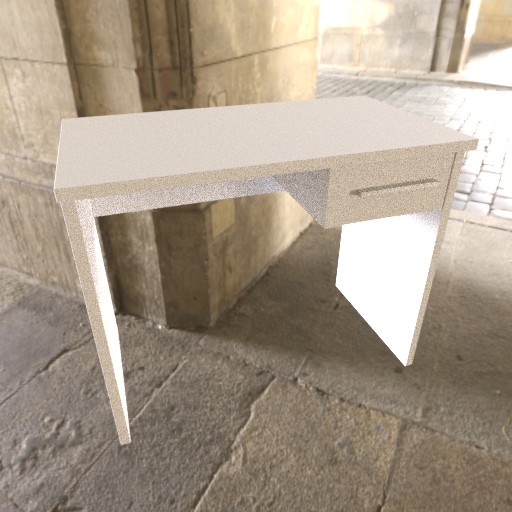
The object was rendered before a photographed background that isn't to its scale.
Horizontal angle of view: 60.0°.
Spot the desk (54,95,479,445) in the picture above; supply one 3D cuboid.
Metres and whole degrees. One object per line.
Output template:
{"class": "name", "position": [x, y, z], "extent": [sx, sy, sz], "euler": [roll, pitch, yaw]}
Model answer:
{"class": "desk", "position": [0.000, 0.000, 1.271], "extent": [0.900, 0.729, 0.498], "euler": [-10, 33, -16]}
